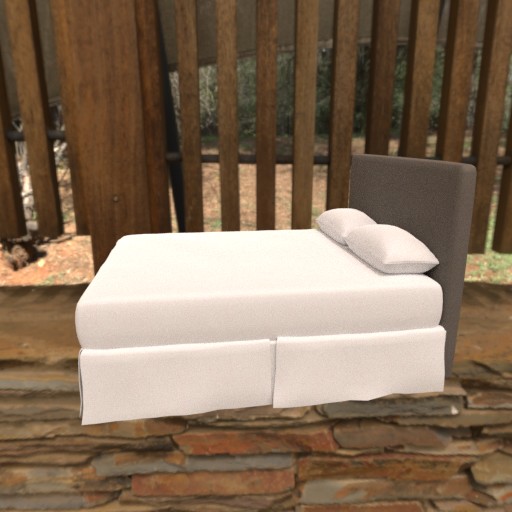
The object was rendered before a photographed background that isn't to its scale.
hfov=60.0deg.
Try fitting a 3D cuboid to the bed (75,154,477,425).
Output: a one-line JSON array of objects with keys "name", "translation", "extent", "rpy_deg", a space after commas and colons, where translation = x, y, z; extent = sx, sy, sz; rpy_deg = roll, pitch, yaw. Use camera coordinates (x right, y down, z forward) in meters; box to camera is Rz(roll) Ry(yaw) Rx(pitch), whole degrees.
[{"name": "bed", "translation": [0.000, 0.000, 3.074], "extent": [2.142, 1.330, 1.723], "rpy_deg": [-2, 15, -8]}]
